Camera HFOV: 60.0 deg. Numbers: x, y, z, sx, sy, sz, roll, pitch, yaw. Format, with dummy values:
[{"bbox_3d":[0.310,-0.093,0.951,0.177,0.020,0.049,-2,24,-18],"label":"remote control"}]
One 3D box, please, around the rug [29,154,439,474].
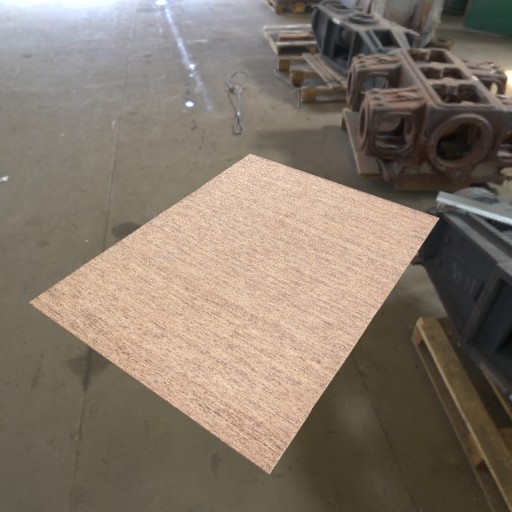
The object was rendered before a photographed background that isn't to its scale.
[{"bbox_3d":[0.000,0.000,4.195,2.448,0.013,3.205,25,47,26],"label":"rug"}]
